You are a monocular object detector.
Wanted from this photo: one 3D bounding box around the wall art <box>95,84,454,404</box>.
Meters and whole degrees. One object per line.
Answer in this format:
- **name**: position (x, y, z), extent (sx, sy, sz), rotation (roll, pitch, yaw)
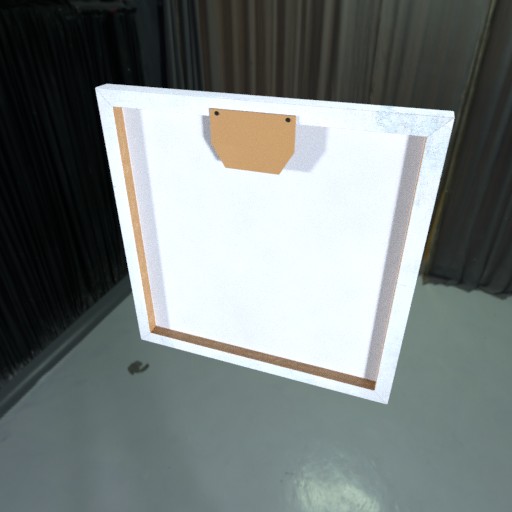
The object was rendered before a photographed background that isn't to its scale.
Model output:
- **wall art**: position (0.000, 0.000, 0.883), extent (0.605, 0.605, 0.044), rotation (11, 34, 16)
